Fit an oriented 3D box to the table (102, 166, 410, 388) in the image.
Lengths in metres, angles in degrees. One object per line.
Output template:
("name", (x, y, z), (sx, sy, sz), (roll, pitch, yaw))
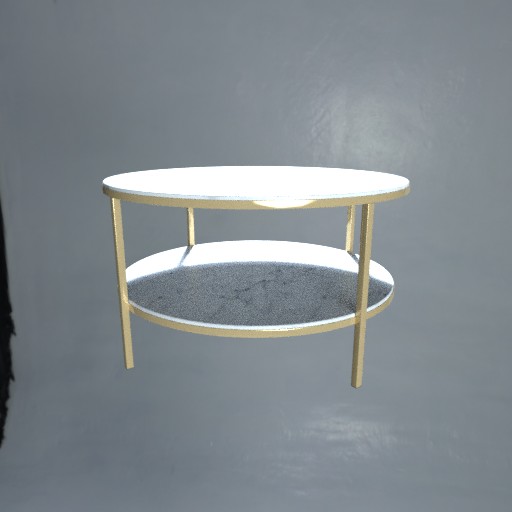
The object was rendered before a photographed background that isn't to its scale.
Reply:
("table", (0.000, 0.000, 1.270), (0.800, 0.450, 0.800), (0, 15, 0))
